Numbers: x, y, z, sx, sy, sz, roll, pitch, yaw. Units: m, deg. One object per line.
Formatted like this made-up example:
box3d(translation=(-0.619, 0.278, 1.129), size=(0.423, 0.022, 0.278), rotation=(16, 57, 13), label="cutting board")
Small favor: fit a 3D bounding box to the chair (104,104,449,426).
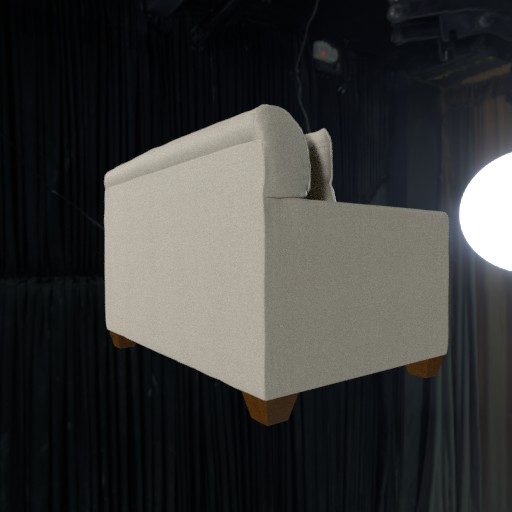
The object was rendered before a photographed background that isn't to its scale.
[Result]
box3d(translation=(0.000, 0.000, 2.054), size=(1.000, 0.948, 1.383), rotation=(-1, 1, -36), label="chair")
